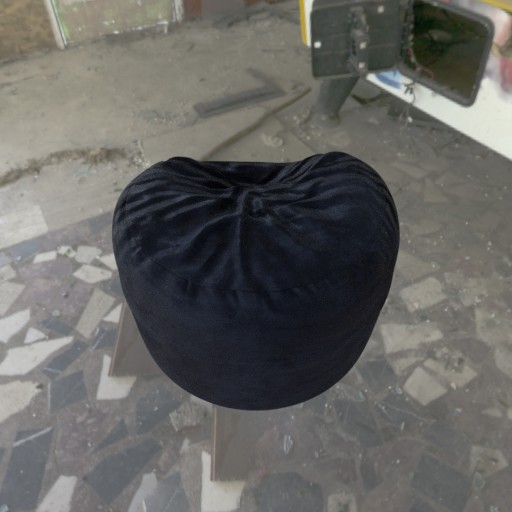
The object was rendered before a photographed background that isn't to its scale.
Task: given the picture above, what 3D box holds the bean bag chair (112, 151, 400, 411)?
[{"bbox_3d":[0.000,0.000,1.544,0.918,0.616,0.918,0,47,0],"label":"bean bag chair"}]
